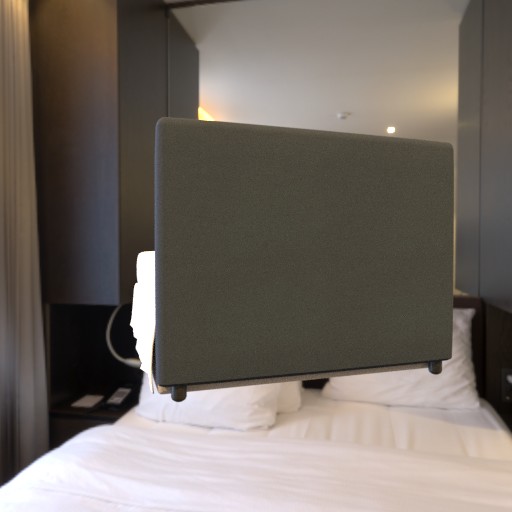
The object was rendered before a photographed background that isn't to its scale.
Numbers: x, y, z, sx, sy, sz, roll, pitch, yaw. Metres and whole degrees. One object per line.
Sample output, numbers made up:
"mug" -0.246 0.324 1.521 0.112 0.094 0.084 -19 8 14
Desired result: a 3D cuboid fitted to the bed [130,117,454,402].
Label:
"bed" 0.000 0.000 3.262 1.713 1.330 2.162 0 1 -18
